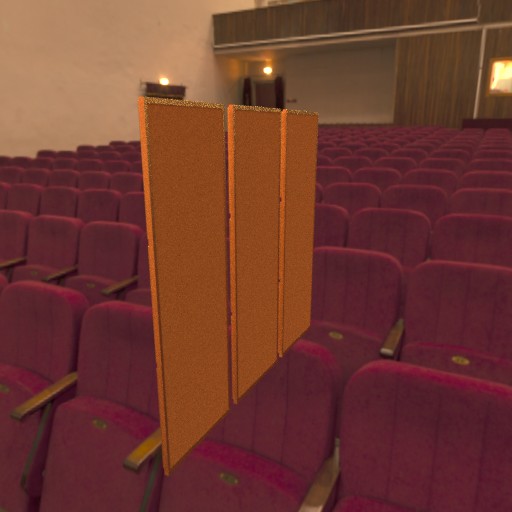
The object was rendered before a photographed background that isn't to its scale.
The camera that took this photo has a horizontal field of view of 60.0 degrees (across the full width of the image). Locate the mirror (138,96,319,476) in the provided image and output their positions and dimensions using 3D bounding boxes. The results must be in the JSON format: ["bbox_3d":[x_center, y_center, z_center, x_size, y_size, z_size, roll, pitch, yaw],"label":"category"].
[{"bbox_3d":[0.000,0.000,1.454,0.023,0.926,1.011,8,18,27],"label":"mirror"}]
